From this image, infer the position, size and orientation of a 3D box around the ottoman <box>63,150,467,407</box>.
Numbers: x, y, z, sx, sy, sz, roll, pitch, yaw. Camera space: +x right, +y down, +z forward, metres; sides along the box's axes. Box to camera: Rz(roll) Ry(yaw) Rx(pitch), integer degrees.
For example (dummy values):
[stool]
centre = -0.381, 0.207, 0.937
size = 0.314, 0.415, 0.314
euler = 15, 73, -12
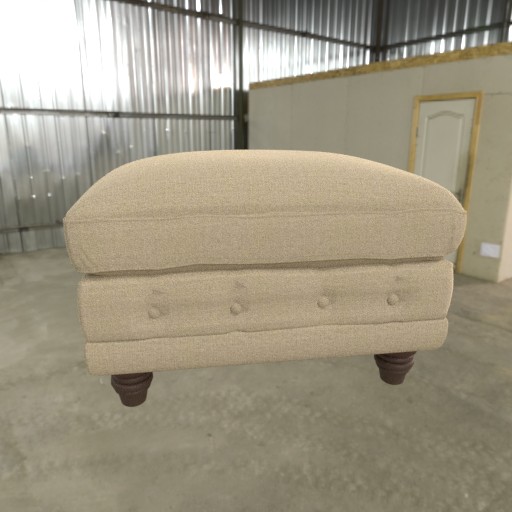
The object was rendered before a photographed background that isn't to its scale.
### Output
[ottoman]
centre = 0.000, 0.000, 1.003
size = 0.684, 0.463, 0.541
euler = -2, 16, -8
